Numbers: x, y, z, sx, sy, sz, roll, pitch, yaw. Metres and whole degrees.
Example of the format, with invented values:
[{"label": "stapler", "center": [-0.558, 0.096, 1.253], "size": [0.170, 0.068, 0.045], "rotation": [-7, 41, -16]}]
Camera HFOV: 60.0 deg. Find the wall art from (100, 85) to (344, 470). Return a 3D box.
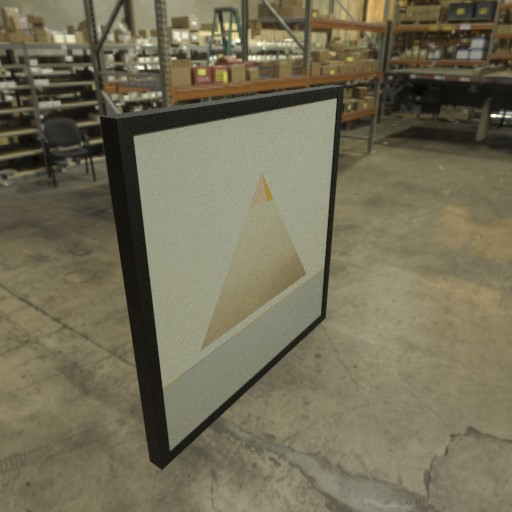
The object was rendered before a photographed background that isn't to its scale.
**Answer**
[{"label": "wall art", "center": [0.000, 0.000, 1.127], "size": [0.042, 0.766, 0.769], "rotation": [18, 31, 33]}]
